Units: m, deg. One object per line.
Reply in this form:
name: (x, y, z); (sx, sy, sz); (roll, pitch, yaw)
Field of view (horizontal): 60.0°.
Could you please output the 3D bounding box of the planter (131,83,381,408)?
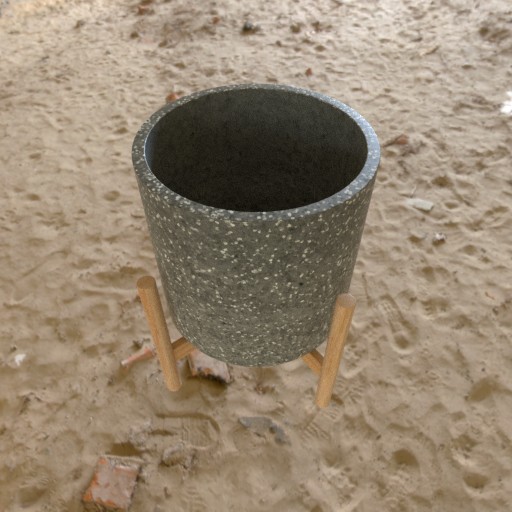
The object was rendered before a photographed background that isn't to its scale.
planter: (0.000, 0.000, 0.700); (0.360, 0.419, 0.360); (-12, 48, -11)
